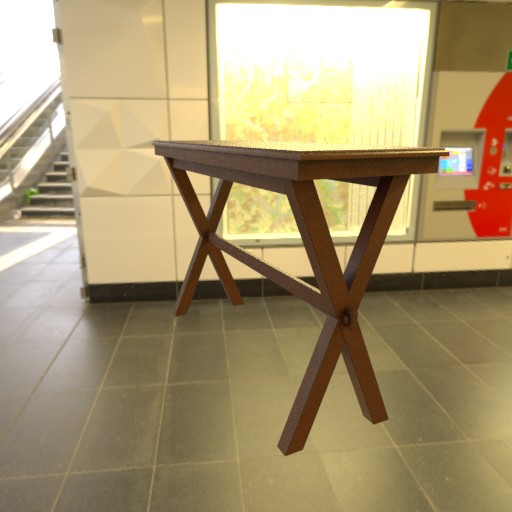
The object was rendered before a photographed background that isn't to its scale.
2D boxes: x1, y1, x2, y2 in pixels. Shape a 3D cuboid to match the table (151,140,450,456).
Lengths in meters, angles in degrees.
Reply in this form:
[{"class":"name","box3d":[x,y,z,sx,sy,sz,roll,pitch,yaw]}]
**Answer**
[{"class":"table","box3d":[0.000,0.000,1.548,0.399,0.763,1.197,-8,17,-25]}]
